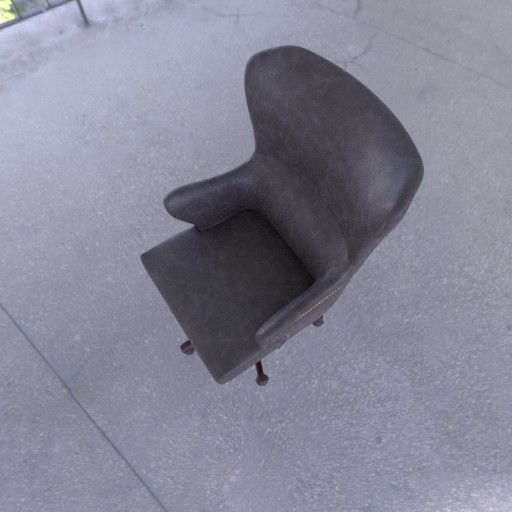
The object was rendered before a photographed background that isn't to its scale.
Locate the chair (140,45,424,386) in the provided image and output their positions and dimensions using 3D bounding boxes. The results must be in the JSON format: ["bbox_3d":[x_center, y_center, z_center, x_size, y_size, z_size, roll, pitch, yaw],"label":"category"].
[{"bbox_3d":[0.000,0.000,1.455,0.717,1.037,0.594,-31,68,-14],"label":"chair"}]
